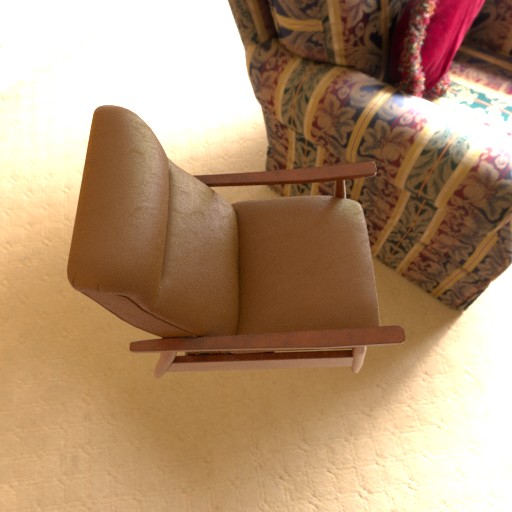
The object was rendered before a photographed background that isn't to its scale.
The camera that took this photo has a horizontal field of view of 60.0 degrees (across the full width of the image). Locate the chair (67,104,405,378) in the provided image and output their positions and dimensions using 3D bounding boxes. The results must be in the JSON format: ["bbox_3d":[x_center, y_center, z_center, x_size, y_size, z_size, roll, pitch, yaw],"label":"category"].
[{"bbox_3d":[0.000,0.000,1.752,1.014,1.082,0.762,-1,65,-1],"label":"chair"}]
